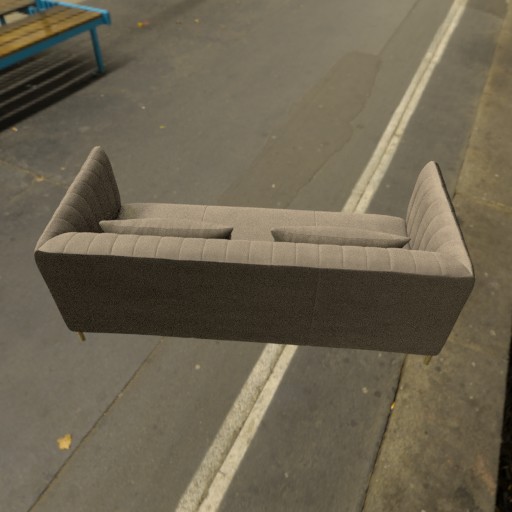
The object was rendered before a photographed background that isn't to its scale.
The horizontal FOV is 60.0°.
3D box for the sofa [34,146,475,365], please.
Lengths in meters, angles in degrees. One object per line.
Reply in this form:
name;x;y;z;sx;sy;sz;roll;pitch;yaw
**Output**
sofa;0.000;0.000;2.428;1.980;0.780;0.876;3;46;3
